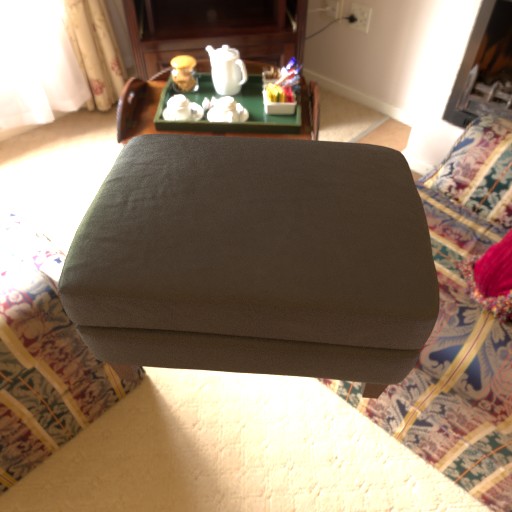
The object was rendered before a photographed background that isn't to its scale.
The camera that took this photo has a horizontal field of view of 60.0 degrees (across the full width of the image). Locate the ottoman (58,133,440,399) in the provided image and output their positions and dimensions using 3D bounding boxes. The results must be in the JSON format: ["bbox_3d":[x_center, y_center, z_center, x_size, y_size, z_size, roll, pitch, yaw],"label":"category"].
[{"bbox_3d":[0.000,0.000,1.300,0.887,0.529,0.659,4,48,3],"label":"ottoman"}]
